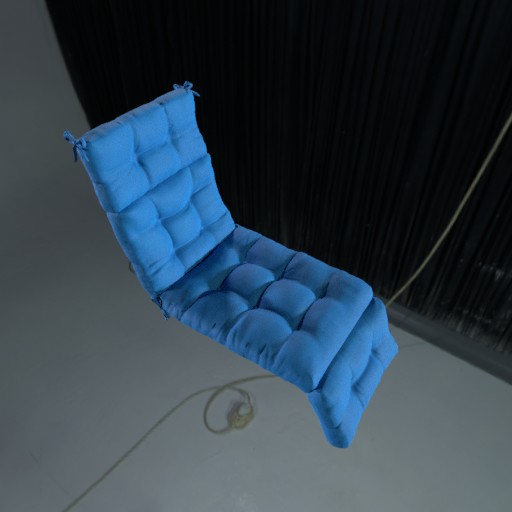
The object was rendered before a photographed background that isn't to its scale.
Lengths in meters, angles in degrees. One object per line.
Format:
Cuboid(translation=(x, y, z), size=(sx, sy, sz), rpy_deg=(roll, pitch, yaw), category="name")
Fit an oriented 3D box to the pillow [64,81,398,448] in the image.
Cuboid(translation=(0.000, 0.000, 1.498), size=(1.016, 0.863, 0.526), rpy_deg=(24, 47, 24), category="pillow")
